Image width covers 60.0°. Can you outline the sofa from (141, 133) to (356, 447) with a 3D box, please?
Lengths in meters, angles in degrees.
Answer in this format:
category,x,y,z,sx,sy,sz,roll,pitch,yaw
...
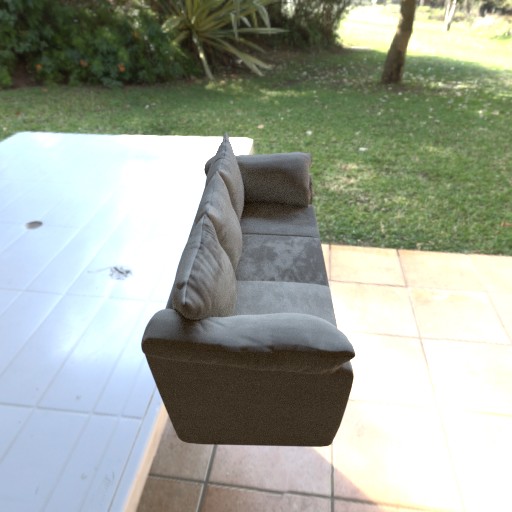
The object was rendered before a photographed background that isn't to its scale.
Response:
category,x,y,z,sx,sy,sz,roll,pitch,yaw
sofa,0.000,0.000,2.843,0.893,0.981,2.377,1,32,1
